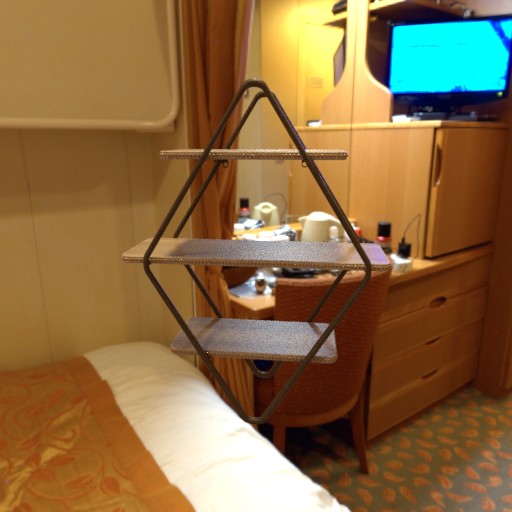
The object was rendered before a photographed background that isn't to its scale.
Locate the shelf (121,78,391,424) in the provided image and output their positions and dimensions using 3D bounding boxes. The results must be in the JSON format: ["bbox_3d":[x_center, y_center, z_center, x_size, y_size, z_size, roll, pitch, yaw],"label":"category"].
[{"bbox_3d":[0.000,0.000,1.069,0.609,0.774,0.234,2,15,7],"label":"shelf"}]
